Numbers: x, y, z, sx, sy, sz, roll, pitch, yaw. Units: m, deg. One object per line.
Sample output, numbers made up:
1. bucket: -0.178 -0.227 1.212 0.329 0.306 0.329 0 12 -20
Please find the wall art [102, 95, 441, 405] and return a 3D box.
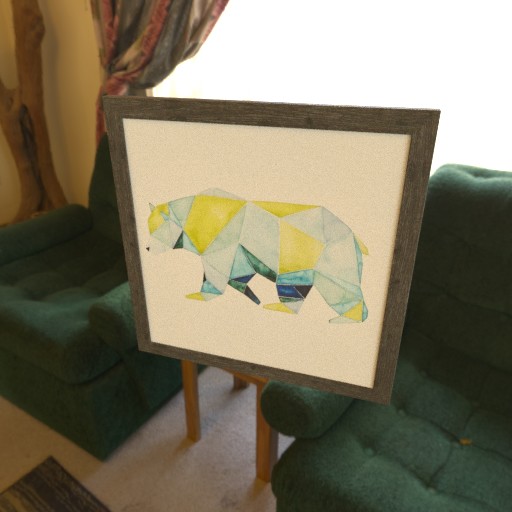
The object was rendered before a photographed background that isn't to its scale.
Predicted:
1. wall art: 0.000 0.000 0.693 0.462 0.459 0.027 8 27 16
